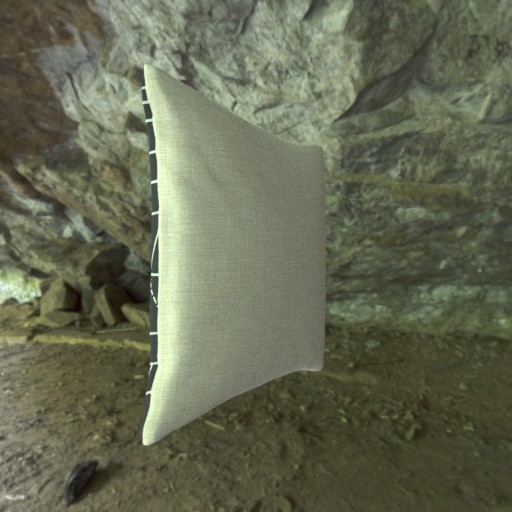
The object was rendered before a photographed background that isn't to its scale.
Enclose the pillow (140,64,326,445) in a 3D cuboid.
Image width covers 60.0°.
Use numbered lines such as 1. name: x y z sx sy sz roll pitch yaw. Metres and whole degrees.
1. pillow: 0.000 0.000 0.794 0.158 0.508 0.517 -1 -1 34
